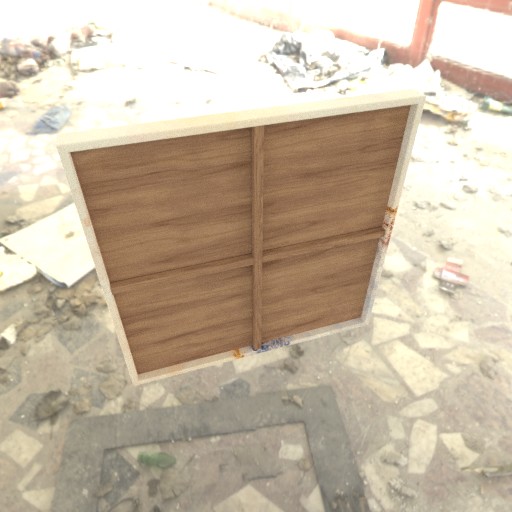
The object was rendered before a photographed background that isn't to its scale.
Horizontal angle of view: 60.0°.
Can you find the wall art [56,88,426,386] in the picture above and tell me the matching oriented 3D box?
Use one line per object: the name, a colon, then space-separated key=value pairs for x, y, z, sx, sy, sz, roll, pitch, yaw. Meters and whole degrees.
wall art: x=0.000 y=0.000 z=1.589 sx=1.061 sy=1.061 sz=0.071 roll=-12 pitch=42 yaw=-13
